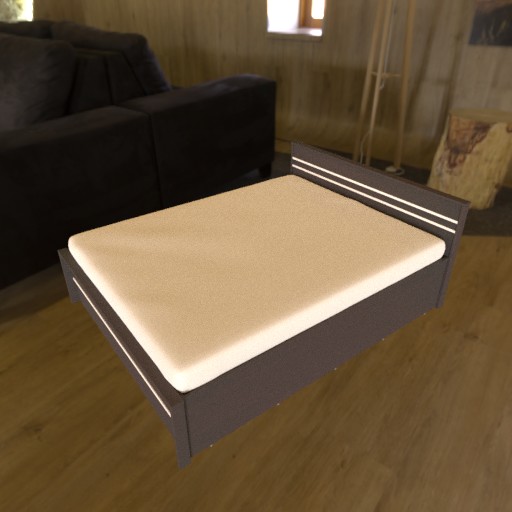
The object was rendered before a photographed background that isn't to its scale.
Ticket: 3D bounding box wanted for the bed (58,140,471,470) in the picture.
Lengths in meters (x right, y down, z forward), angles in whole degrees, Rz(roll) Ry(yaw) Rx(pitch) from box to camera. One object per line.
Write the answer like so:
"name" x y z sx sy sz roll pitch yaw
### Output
"bed" 0.000 0.000 2.967 2.103 0.808 1.634 -21 37 -31
